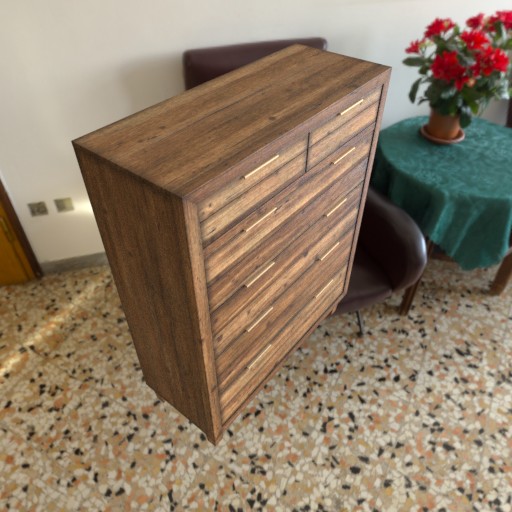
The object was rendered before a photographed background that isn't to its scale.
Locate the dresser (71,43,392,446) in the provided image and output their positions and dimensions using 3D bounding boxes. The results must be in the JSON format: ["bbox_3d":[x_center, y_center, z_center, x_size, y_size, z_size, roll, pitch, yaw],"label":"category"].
[{"bbox_3d":[0.000,0.000,1.872,0.438,1.359,1.067,28,50,28],"label":"dresser"}]
